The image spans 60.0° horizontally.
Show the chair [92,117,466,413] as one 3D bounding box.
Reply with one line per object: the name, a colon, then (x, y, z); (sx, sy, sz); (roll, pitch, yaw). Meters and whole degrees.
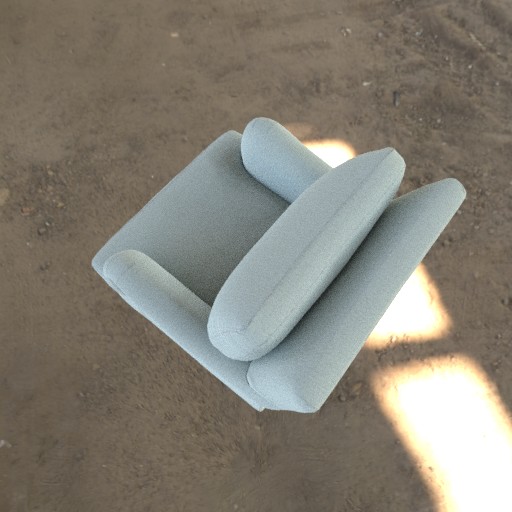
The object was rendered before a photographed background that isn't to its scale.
chair: (0.000, 0.000, 1.827); (1.070, 1.038, 0.955); (35, 69, 16)
